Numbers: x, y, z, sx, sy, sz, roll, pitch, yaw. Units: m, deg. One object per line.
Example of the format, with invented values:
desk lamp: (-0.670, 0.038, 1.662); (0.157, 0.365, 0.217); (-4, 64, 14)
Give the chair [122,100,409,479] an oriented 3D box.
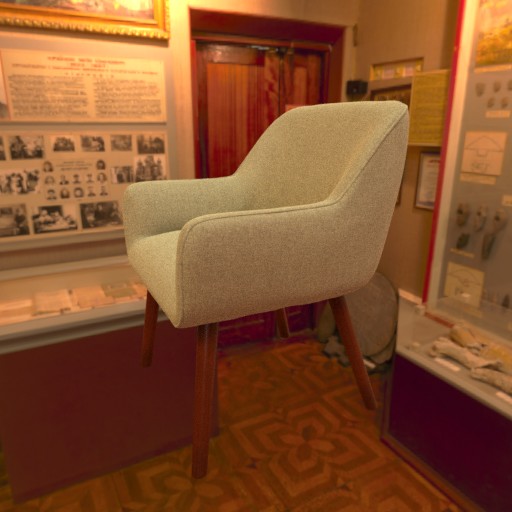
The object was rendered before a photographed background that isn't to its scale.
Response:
chair: (0.000, 0.000, 1.226); (0.610, 0.813, 0.610); (-8, 18, -25)
